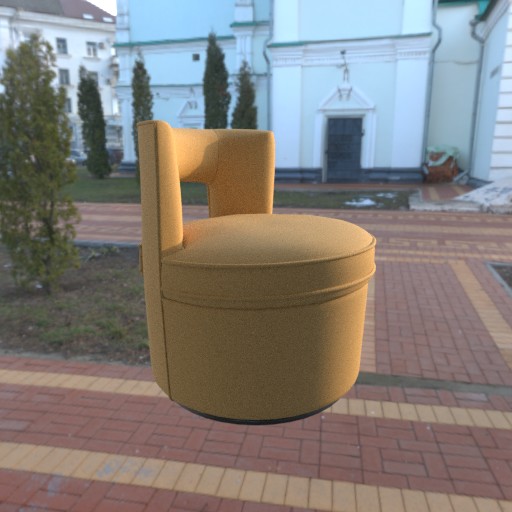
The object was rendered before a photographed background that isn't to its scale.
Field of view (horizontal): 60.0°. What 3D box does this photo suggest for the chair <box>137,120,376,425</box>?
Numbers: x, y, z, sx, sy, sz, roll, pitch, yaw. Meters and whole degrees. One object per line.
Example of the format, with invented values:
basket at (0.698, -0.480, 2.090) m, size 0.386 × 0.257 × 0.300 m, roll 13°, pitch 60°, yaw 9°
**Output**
chair at (0.000, 0.000, 1.263) m, size 0.665 × 0.723 × 0.650 m, roll 7°, pitch 15°, yaw 26°
